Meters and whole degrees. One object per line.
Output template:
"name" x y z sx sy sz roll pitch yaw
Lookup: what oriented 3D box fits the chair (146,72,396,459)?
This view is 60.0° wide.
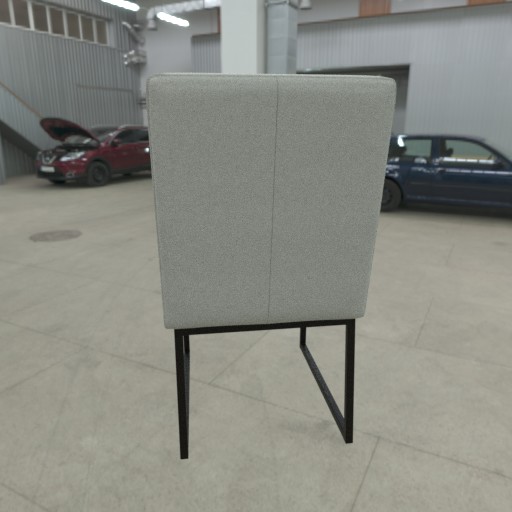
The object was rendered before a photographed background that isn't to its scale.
"chair" 0.000 0.000 1.287 0.520 0.930 0.634 -2 16 -7
